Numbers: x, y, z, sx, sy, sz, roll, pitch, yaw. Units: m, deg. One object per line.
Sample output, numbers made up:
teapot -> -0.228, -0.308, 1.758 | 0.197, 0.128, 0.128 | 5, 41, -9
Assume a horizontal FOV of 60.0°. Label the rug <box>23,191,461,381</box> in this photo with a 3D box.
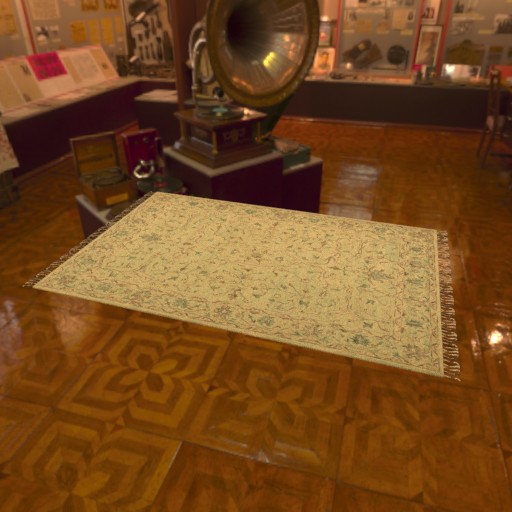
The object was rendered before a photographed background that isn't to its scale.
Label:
rug -> 0.000, 0.000, 2.933 | 2.435, 0.010, 1.544 | 10, 32, 15
